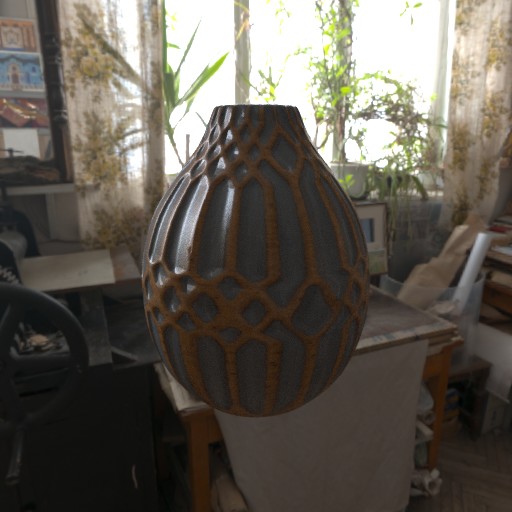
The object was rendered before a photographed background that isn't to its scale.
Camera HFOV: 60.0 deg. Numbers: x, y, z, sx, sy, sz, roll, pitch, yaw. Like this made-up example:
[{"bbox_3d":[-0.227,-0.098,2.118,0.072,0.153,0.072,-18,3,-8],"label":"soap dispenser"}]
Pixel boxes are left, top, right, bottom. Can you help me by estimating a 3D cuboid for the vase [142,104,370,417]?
[{"bbox_3d":[0.000,0.000,0.136,0.069,0.088,0.069,0,17,0],"label":"vase"}]
